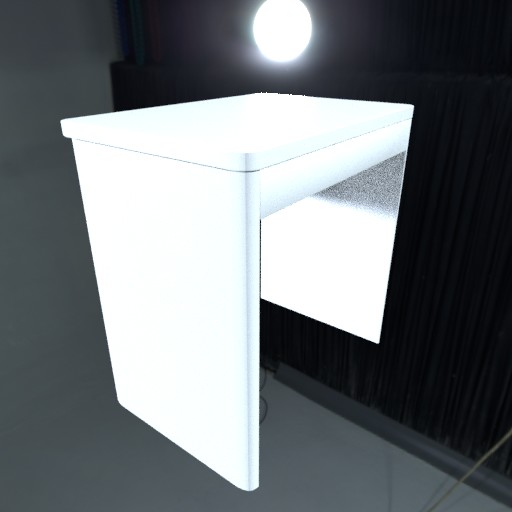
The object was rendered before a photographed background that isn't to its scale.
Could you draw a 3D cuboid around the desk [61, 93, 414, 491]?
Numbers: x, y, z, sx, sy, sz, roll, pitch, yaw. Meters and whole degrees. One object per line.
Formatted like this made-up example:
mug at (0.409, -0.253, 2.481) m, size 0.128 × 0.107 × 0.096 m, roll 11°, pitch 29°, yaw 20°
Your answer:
desk at (0.000, 0.000, 1.281) m, size 0.549 × 0.800 × 0.762 m, roll 18°, pitch 31°, yaw 33°
